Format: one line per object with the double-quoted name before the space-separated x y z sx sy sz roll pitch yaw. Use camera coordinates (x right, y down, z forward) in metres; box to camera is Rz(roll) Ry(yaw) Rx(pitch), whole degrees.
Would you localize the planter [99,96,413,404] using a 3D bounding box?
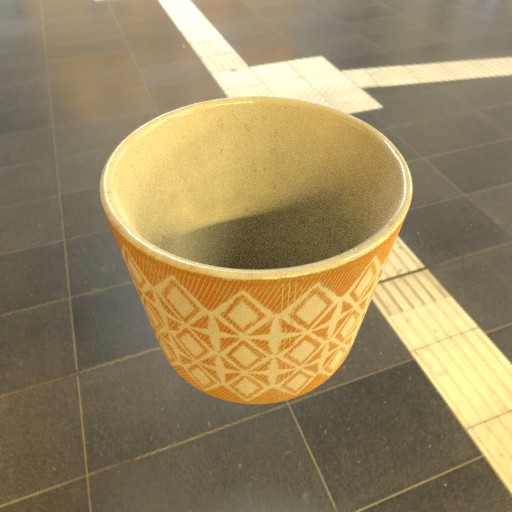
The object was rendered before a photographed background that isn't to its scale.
"planter" 0.000 0.000 0.339 0.193 0.165 0.193 0 45 0
